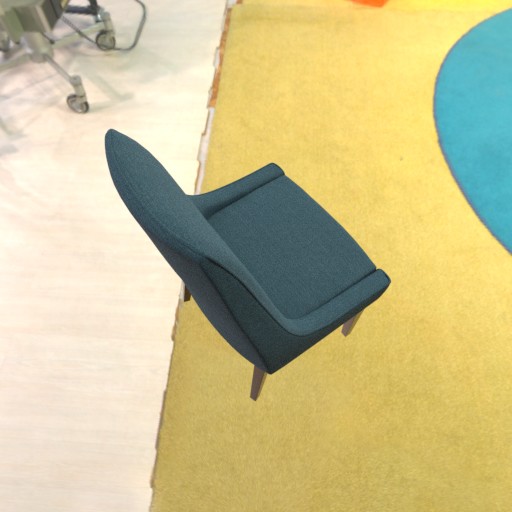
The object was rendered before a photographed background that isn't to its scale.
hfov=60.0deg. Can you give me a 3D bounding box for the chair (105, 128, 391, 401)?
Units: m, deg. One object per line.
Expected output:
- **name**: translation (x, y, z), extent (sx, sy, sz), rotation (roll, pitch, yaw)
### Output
- **chair**: translation (0.000, 0.000, 1.187), extent (0.544, 0.861, 0.529), rotation (-31, 63, -18)
